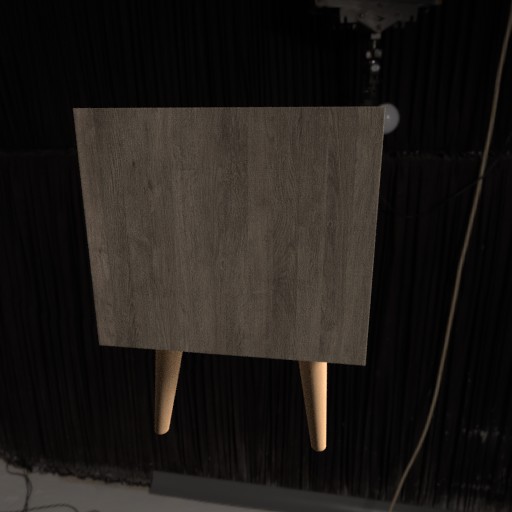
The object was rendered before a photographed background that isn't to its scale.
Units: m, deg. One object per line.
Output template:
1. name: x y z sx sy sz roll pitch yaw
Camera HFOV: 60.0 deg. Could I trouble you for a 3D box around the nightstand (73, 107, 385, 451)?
1. nightstand: 0.000 0.000 0.814 0.380 0.500 0.480 2 17 8
